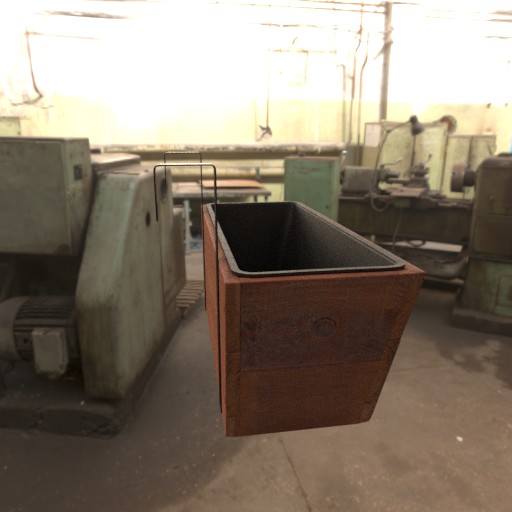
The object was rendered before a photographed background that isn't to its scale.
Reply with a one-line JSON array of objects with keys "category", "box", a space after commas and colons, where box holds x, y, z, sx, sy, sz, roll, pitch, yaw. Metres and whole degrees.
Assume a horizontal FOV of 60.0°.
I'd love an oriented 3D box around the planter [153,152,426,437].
[{"category": "planter", "box": [0.000, 0.000, 0.656, 0.262, 0.289, 0.480, -3, 15, -9]}]
